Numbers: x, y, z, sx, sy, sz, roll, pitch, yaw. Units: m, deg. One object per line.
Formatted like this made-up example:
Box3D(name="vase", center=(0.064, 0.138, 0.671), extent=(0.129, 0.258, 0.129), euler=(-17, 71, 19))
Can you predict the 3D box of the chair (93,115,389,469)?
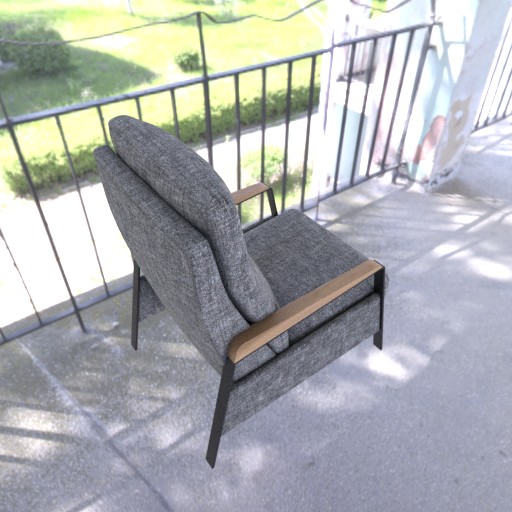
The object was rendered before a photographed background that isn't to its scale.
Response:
Box3D(name="chair", center=(0.000, 0.000, 1.600), extent=(0.868, 1.042, 0.671), euler=(-25, 46, -27))
